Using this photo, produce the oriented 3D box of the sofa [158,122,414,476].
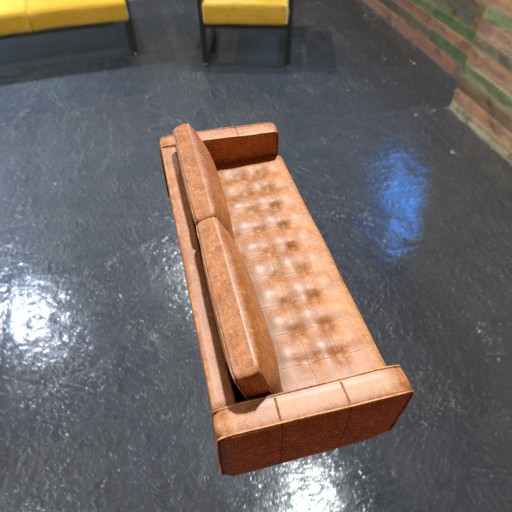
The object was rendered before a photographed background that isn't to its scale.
[{"bbox_3d":[0.000,0.000,2.636,0.886,0.779,2.199,-11,49,-10],"label":"sofa"}]
